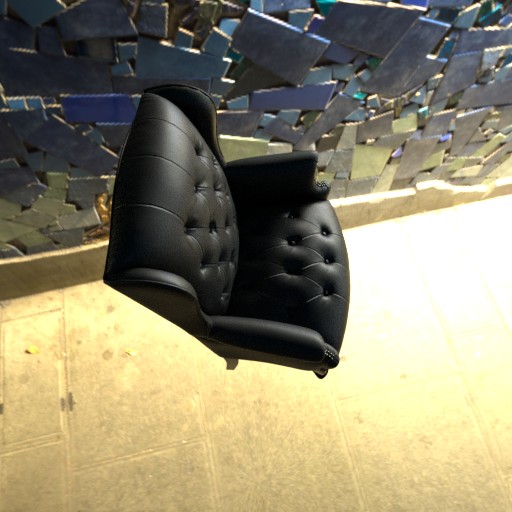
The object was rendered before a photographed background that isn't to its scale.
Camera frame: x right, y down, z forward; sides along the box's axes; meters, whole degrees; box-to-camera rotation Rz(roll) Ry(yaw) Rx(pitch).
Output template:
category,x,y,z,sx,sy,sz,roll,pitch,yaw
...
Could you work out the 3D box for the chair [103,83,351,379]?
category,x,y,z,sx,sy,sz,roll,pitch,yaw
chair,0.000,0.000,1.674,0.762,1.111,0.838,2,63,1
